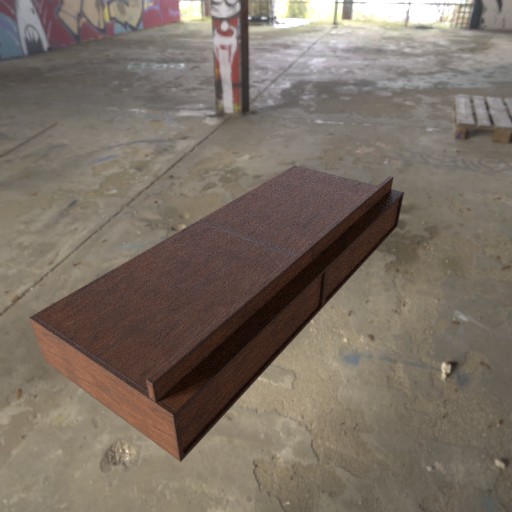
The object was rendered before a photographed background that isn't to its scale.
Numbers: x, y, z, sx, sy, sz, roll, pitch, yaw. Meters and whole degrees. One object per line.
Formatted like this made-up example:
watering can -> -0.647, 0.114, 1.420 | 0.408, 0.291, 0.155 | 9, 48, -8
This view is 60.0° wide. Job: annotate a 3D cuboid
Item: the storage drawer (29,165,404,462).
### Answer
storage drawer -> 0.000, 0.000, 2.189 | 0.774, 0.339, 1.914 | 21, 38, 29
